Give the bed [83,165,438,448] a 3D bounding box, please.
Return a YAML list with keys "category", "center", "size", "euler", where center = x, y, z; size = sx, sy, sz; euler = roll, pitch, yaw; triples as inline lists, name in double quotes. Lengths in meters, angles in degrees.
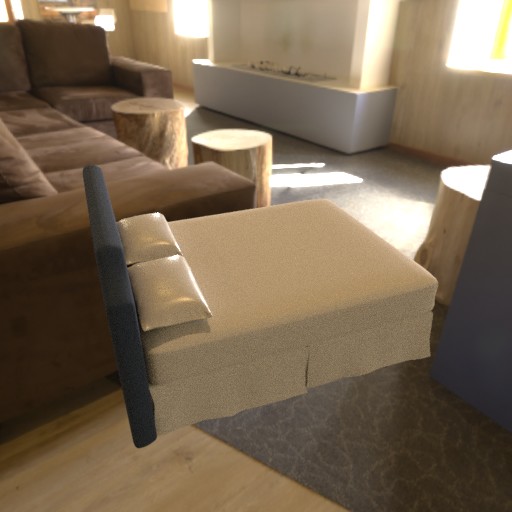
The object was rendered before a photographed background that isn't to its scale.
- category: "bed"
  center: [0.000, 0.000, 3.423]
  size: [2.260, 1.297, 1.831]
  euler: [-11, 32, -18]
